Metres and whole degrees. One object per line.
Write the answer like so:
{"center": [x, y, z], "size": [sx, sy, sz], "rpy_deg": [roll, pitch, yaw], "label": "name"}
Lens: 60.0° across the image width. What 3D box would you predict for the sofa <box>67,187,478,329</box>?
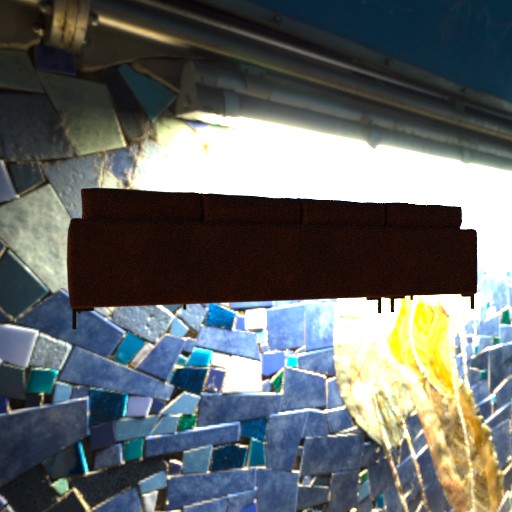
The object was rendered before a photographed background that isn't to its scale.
{"center": [0.000, 0.000, 3.571], "size": [2.736, 0.757, 1.879], "rpy_deg": [0, 0, -20], "label": "sofa"}
